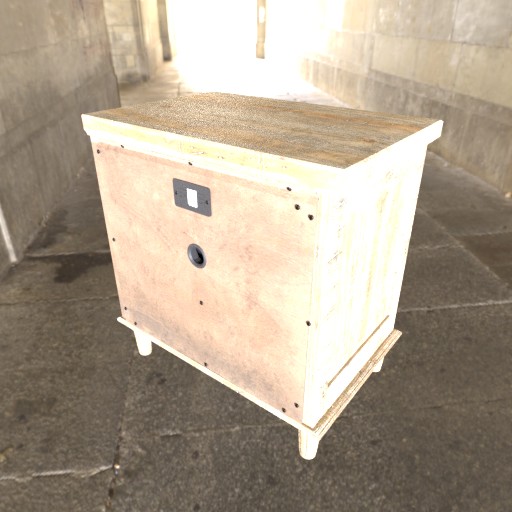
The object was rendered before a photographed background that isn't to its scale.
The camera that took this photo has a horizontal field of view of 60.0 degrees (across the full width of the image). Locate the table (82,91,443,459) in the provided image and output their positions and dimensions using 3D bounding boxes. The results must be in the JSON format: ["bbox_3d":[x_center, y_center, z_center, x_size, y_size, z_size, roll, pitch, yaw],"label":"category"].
[{"bbox_3d":[0.000,0.000,1.163,0.686,0.711,0.457,20,35,33],"label":"table"}]
